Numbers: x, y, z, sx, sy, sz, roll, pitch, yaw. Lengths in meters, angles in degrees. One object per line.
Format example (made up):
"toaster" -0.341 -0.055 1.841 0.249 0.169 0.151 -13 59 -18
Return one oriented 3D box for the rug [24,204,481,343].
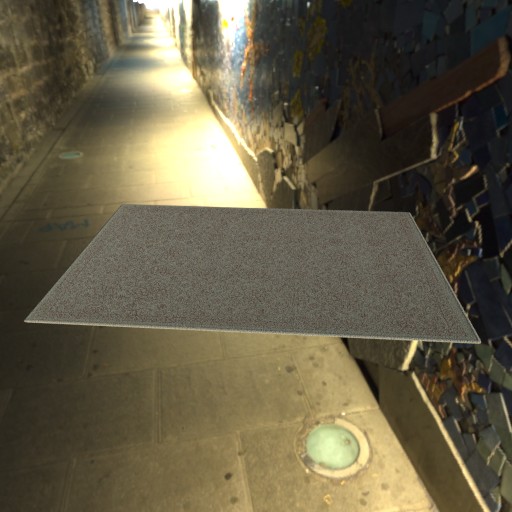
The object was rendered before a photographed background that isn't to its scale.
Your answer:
"rug" 0.000 0.000 2.288 1.829 0.010 1.219 2 30 4
